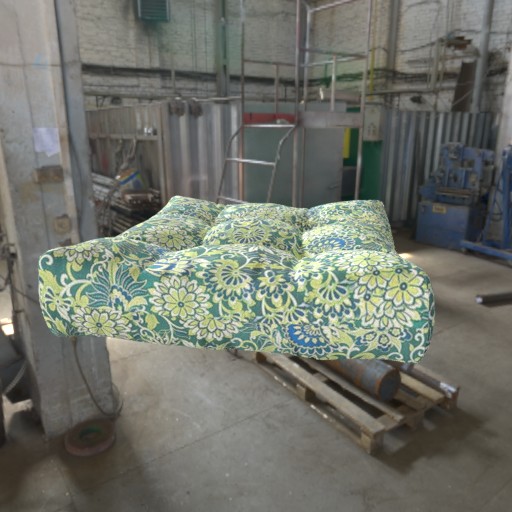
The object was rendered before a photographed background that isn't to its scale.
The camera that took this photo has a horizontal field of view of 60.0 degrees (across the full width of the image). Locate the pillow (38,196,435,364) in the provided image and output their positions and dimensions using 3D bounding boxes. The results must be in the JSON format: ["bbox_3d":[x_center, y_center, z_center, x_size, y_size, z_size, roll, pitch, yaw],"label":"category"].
[{"bbox_3d":[0.000,0.000,0.716,0.468,0.128,0.490,2,16,8],"label":"pillow"}]
